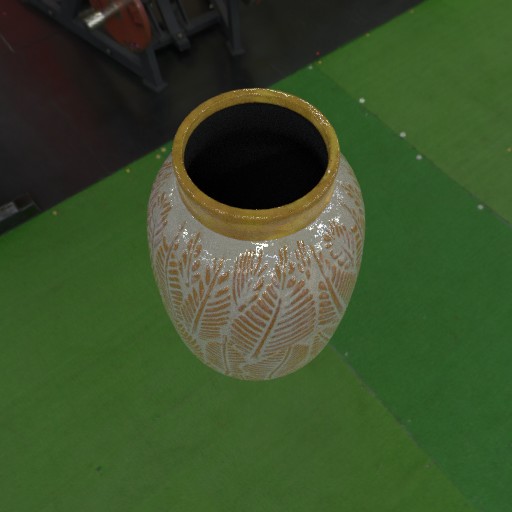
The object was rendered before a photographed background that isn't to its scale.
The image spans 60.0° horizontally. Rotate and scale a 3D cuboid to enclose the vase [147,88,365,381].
[{"bbox_3d":[0.000,0.000,0.372,0.172,0.270,0.172,0,63,0],"label":"vase"}]
